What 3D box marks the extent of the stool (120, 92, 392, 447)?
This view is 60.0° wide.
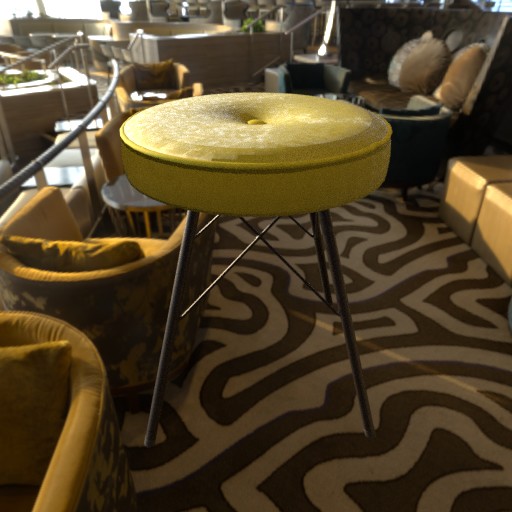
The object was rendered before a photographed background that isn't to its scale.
[{"bbox_3d":[0.000,0.000,0.802,0.409,0.508,0.409,-1,31,-2],"label":"stool"}]
